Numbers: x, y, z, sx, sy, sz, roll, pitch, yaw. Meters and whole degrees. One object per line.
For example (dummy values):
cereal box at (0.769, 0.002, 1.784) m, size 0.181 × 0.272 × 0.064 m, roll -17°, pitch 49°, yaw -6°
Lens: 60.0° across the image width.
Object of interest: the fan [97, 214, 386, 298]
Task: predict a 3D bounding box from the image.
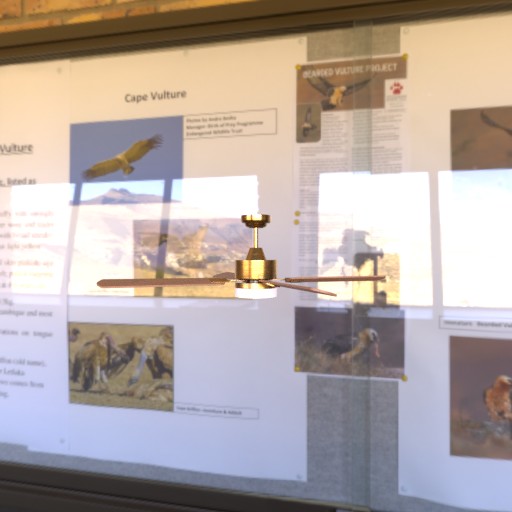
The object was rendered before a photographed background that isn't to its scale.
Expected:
fan at (0.000, 0.000, 1.950) m, size 1.320 × 0.355 × 1.320 m, roll 0°, pitch 0°, yaw -19°
